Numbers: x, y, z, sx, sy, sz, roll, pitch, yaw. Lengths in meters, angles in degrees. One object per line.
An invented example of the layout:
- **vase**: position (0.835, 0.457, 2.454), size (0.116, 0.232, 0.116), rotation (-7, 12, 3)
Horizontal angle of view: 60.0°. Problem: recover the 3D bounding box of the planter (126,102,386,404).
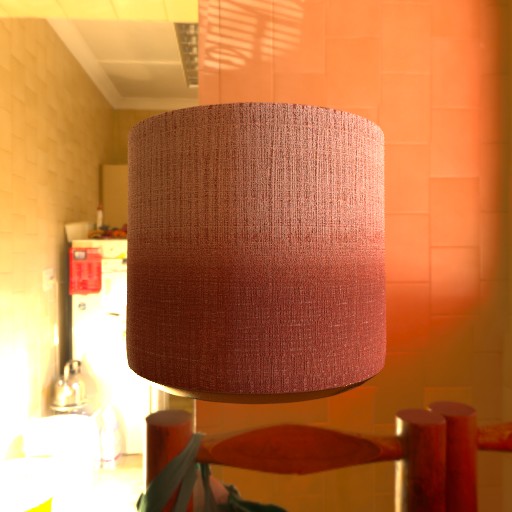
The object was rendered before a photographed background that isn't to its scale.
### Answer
- **planter**: position (0.000, 0.000, 0.391), size (0.221, 0.201, 0.221), rotation (0, 1, 0)
